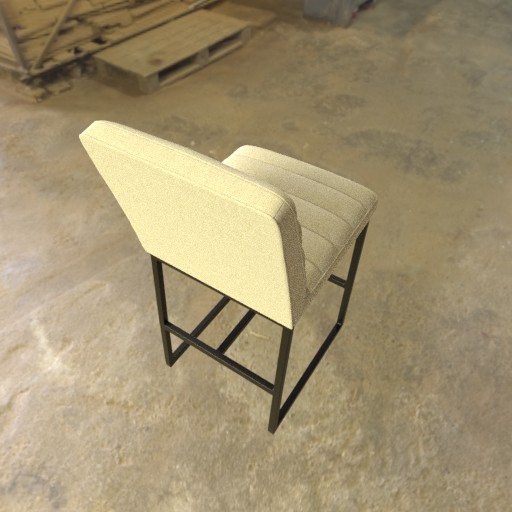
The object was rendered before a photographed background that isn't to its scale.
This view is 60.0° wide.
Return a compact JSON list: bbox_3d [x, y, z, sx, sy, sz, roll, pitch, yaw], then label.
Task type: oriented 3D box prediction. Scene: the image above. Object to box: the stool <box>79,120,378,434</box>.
[{"bbox_3d":[0.000,0.000,1.241,0.460,0.940,0.560,26,52,22],"label":"stool"}]
